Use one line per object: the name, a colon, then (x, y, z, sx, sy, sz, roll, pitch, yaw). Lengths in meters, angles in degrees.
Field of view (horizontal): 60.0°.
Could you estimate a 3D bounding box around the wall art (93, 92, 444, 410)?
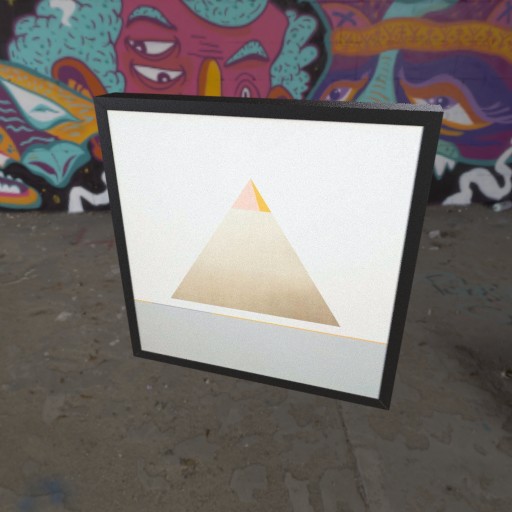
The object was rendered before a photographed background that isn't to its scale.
wall art: (0.000, 0.000, 0.454, 0.304, 0.303, 0.037, 8, 28, 15)
